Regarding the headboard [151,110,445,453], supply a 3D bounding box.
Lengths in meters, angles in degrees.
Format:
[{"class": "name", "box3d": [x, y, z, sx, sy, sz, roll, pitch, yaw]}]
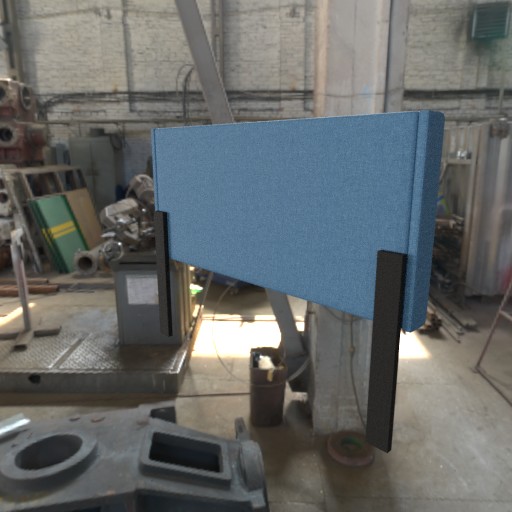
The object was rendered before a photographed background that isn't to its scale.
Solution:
[{"class": "headboard", "box3d": [0.000, 0.000, 2.637, 0.184, 1.524, 2.051, -12, 18, -42]}]
